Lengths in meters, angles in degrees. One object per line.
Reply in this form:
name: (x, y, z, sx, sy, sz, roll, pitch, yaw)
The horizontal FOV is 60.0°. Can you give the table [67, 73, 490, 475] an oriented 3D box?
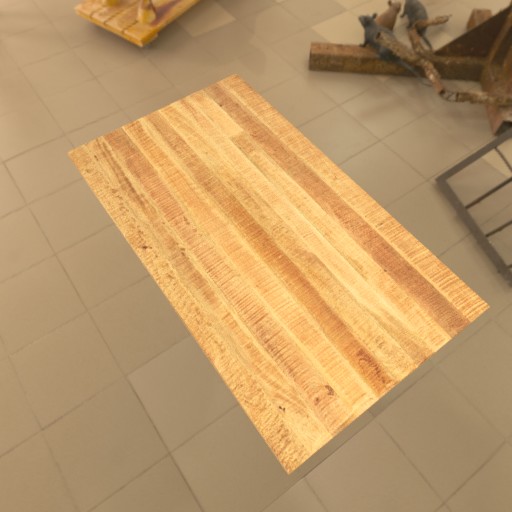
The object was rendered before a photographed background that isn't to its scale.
table: (0.000, 0.000, 1.670, 0.760, 0.455, 1.320, -32, 64, -18)
